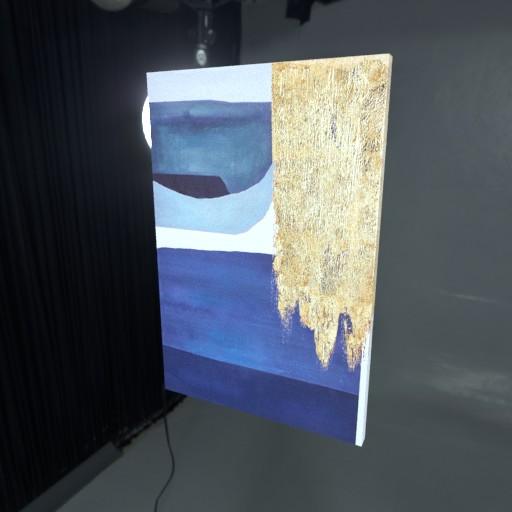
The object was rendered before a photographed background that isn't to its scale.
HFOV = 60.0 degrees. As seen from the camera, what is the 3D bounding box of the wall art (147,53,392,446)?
[{"bbox_3d":[0.000,0.000,1.142,0.607,0.911,0.039,7,16,25],"label":"wall art"}]
